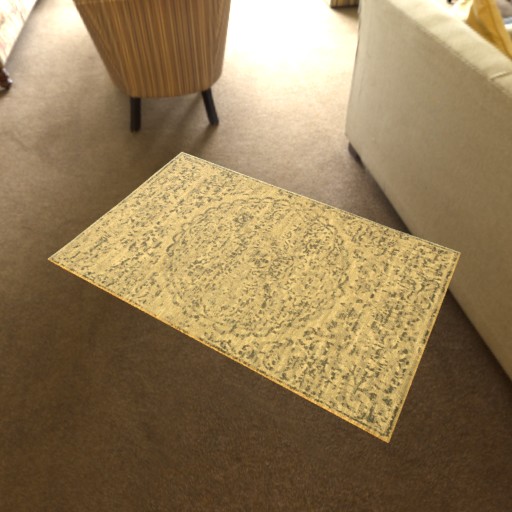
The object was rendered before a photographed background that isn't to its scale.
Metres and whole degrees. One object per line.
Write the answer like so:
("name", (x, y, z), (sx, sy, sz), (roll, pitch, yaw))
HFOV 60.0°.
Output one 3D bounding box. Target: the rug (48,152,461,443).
("rug", (0.000, 0.000, 3.093), (2.447, 0.021, 1.527), (23, 51, 20))
